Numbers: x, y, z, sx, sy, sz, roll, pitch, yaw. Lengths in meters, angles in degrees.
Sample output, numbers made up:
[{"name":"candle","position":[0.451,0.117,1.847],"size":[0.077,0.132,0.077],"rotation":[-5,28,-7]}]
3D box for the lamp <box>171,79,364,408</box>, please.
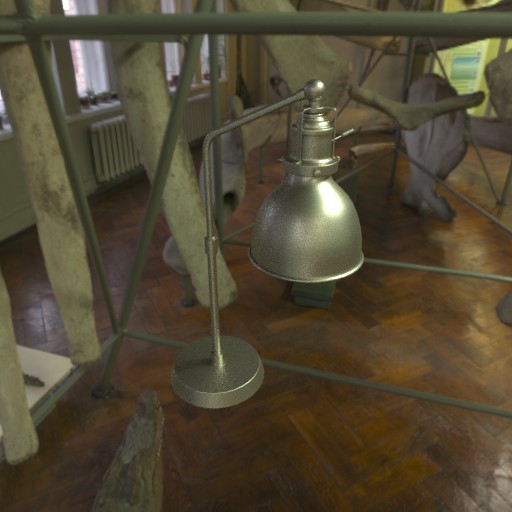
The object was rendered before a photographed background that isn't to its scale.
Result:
[{"name":"lamp","position":[0.000,0.000,0.606],"size":[0.286,0.456,0.153],"rotation":[9,29,16]}]
